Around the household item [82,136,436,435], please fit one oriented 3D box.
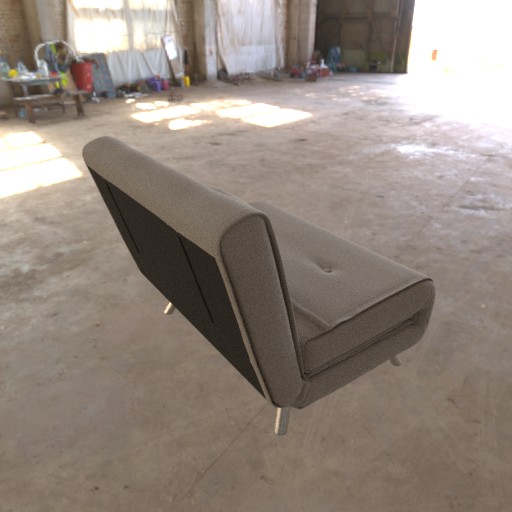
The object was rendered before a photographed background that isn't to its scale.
[{"bbox_3d":[0.000,0.000,1.641,0.874,0.800,1.000,-18,32,-31],"label":"household item"}]
